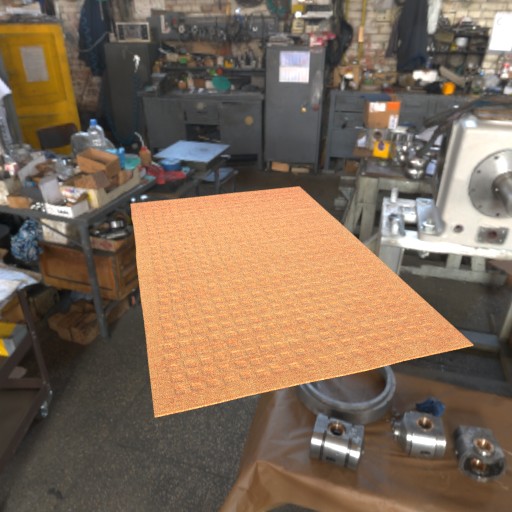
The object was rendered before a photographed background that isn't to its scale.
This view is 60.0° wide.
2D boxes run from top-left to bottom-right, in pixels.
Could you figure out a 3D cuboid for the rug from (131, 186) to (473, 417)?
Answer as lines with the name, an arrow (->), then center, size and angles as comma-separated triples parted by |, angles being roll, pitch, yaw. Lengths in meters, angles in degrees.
rug -> 0.000, 0.000, 2.202 | 1.143, 0.006, 1.747 | -8, 30, -14
